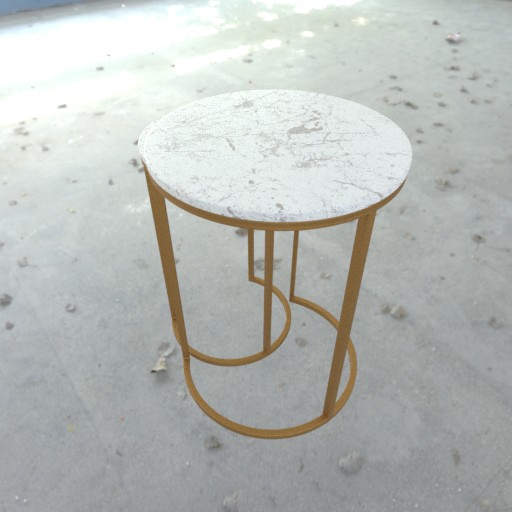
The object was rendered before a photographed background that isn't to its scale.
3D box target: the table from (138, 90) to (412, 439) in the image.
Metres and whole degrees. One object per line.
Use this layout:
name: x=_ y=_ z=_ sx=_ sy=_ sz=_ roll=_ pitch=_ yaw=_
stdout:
table: x=0.000 y=0.000 z=0.889 sx=0.400 sy=0.550 sz=0.507 roll=-26 pitch=47 yaw=-27
